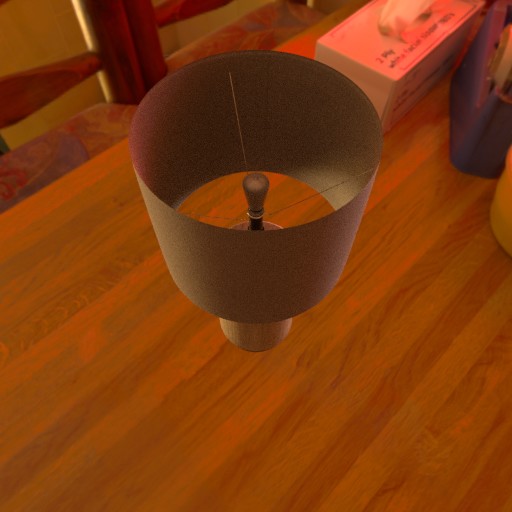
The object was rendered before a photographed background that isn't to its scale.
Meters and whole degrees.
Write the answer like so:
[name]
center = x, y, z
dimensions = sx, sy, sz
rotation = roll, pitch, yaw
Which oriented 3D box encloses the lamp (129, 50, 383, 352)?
[lamp]
center = 0.000, 0.000, 0.586
dimensions = 0.228, 0.444, 0.228
rotation = 13, 60, 8
